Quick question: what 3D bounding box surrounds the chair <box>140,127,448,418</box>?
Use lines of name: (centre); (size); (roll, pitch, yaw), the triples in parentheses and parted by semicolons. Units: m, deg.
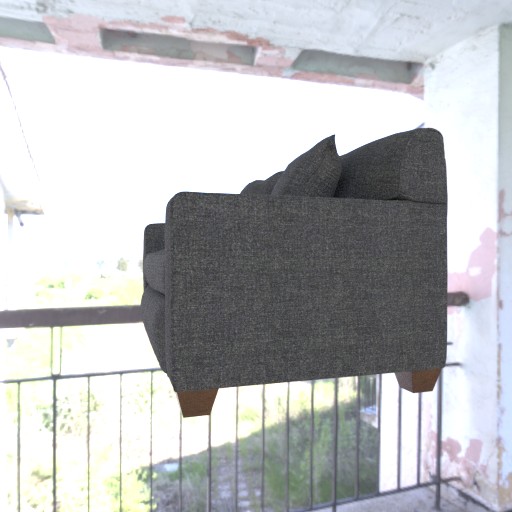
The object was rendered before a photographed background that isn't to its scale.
chair: (0.000, 0.000, 2.034); (1.000, 0.948, 1.383); (0, 0, -17)
